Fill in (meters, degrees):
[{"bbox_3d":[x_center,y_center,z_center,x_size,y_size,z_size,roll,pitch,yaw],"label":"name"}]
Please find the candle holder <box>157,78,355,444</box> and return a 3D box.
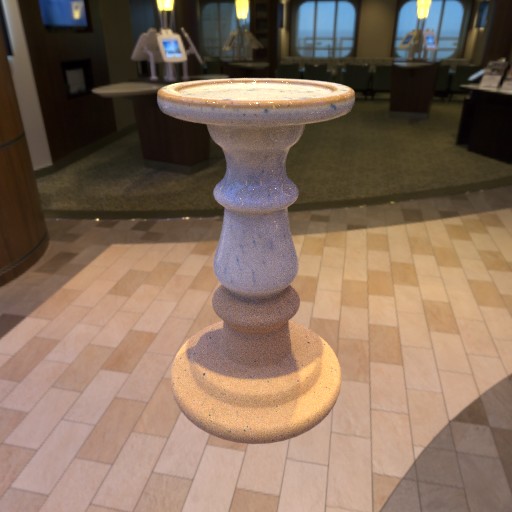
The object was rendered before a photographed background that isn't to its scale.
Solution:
[{"bbox_3d":[0.000,0.000,0.281,0.123,0.202,0.123,0,27,0],"label":"candle holder"}]
